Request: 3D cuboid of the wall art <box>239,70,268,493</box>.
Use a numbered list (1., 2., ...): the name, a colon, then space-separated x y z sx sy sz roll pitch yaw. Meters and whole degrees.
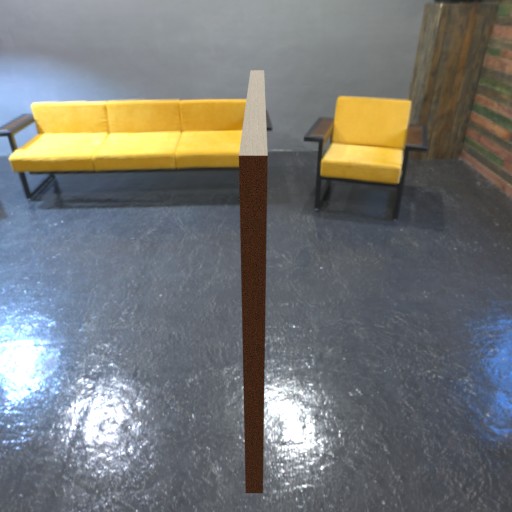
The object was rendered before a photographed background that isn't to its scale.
1. wall art: 0.000 0.000 1.107 0.038 0.758 0.761 0 31 0
